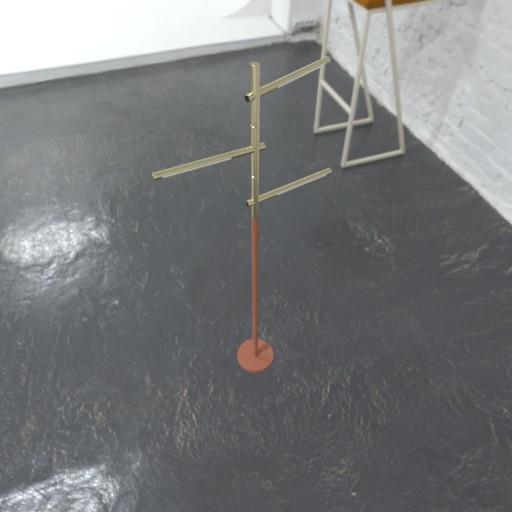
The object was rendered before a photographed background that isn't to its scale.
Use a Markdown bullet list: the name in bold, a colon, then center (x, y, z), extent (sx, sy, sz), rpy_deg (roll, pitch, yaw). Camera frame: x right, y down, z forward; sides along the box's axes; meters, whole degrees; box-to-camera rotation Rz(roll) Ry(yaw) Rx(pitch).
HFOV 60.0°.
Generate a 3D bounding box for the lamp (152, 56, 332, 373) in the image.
- **lamp**: center (0.000, 0.000, 1.964), extent (0.737, 1.704, 0.209), rpy_deg (-31, 54, -26)
